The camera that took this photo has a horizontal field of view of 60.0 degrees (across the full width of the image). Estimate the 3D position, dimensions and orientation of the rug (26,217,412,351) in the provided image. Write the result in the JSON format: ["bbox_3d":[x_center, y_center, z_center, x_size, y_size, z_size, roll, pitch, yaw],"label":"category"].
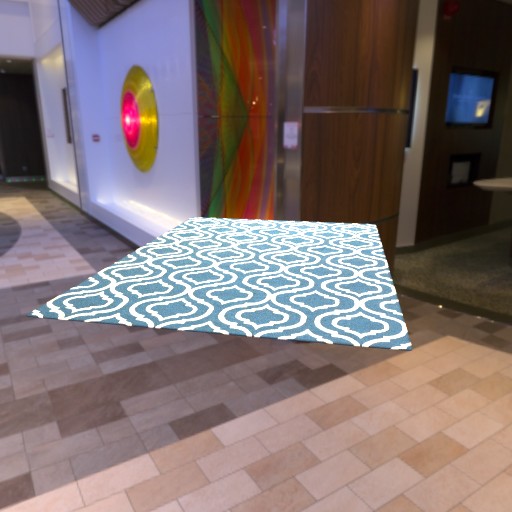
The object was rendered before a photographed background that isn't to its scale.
[{"bbox_3d":[0.000,0.000,4.270,2.438,0.010,3.353,3,17,11],"label":"rug"}]
